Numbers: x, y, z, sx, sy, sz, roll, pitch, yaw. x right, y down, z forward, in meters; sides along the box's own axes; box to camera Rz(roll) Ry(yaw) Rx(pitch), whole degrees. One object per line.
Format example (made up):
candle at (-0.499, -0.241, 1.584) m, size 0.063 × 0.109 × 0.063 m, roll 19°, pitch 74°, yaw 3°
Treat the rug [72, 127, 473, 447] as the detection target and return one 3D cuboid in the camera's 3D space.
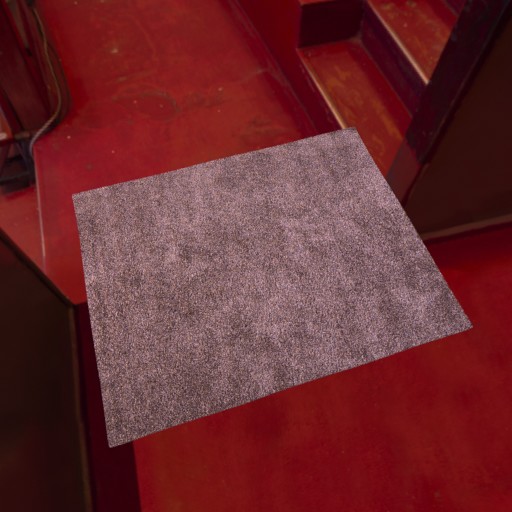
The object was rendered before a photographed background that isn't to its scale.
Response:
rug at (0.000, 0.000, 3.998) m, size 3.000 × 0.025 × 2.401 m, roll -16°, pitch 62°, yaw -9°
